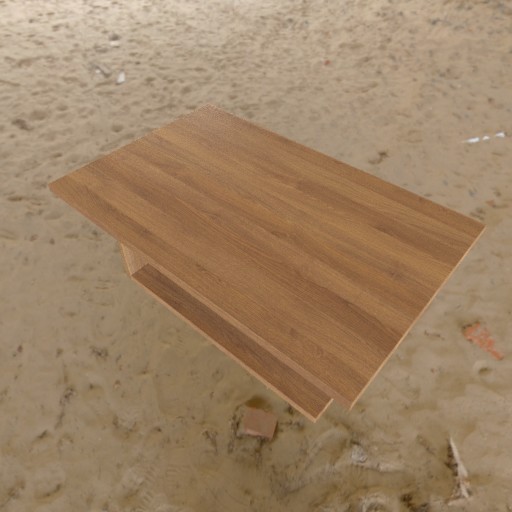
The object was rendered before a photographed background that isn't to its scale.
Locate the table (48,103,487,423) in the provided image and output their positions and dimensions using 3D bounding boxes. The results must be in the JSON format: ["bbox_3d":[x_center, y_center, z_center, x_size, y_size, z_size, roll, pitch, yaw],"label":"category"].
[{"bbox_3d":[0.000,0.000,1.462,1.100,0.442,0.700,32,53,27],"label":"table"}]
